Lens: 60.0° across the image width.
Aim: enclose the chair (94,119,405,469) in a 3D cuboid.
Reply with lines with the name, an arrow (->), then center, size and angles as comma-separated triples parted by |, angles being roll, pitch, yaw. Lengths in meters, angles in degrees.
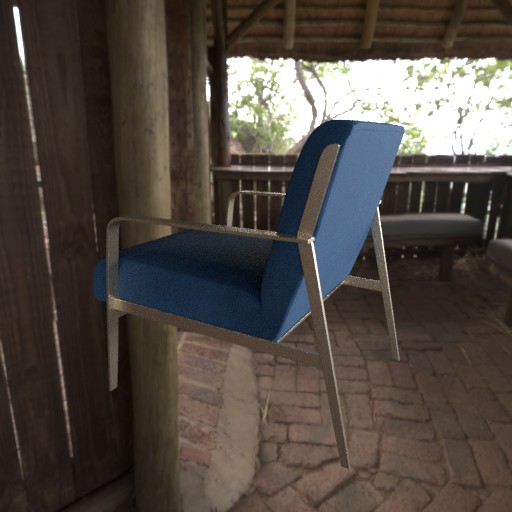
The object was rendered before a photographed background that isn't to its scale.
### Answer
chair -> 0.000, 0.000, 1.446 | 0.859, 0.831, 0.692 | 8, 17, 27
